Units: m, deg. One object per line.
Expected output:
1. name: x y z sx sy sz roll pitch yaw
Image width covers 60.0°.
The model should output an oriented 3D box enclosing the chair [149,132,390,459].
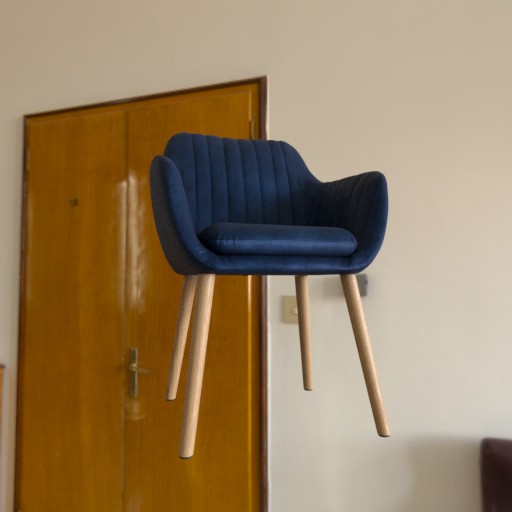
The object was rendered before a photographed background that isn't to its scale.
1. chair: 0.000 0.000 1.216 0.578 0.826 0.573 1 -3 -16
